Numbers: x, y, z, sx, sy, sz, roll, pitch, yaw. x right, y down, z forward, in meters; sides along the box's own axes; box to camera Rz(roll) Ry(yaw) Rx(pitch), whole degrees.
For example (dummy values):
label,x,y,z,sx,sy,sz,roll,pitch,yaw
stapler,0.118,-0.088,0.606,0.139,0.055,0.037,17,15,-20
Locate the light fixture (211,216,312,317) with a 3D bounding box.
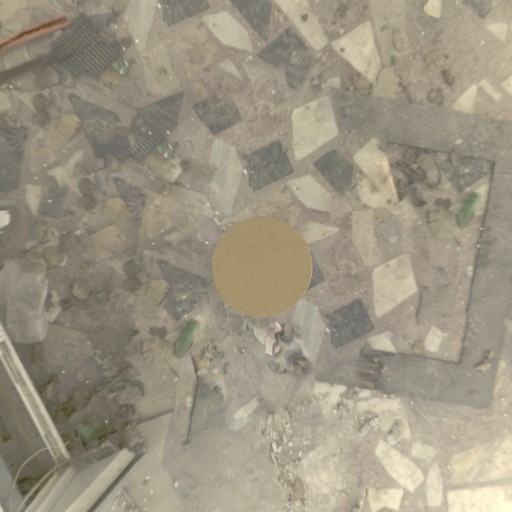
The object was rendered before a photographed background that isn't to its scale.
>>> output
label,x,y,z,sx,sy,sz,roll,pitch,yaw
light fixture,0.000,0.000,0.839,0.170,0.759,0.170,0,92,-1
